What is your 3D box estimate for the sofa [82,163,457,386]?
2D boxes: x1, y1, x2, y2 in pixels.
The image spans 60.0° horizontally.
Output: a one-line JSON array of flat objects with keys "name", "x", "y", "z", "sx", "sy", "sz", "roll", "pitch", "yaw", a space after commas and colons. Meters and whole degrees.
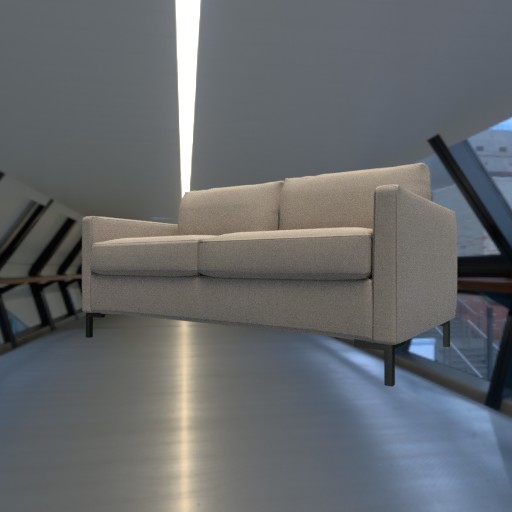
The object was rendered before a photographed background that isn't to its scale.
[{"name": "sofa", "x": 0.000, "y": 0.000, "z": 2.165, "sx": 1.682, "sy": 0.840, "sz": 0.875, "roll": -1, "pitch": -1, "yaw": 35}]
